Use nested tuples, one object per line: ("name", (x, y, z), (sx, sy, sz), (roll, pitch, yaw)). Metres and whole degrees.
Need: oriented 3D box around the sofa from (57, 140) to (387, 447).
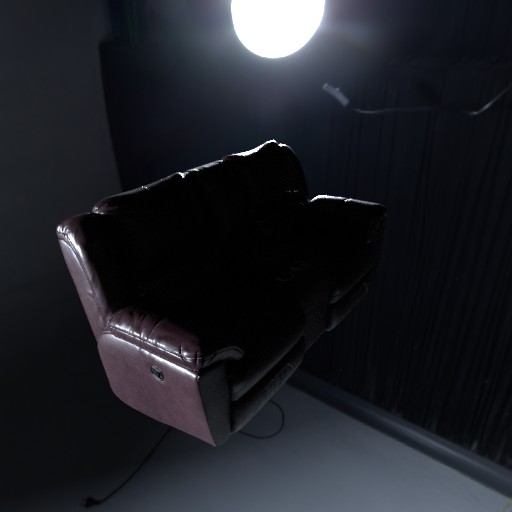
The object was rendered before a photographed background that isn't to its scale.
("sofa", (0.000, 0.000, 2.734), (0.991, 1.043, 2.058), (18, 32, 31))
